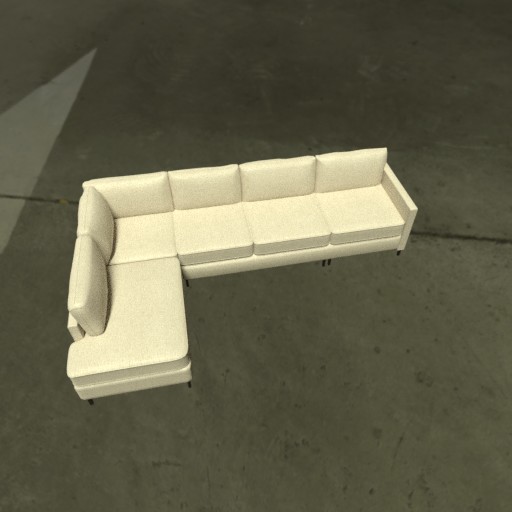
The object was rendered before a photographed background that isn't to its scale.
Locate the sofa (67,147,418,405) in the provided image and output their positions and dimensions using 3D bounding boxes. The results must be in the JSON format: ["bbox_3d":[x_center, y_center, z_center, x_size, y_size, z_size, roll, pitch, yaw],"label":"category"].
[{"bbox_3d":[0.000,0.000,4.341,3.384,0.996,2.048,-8,47,-7],"label":"sofa"}]
